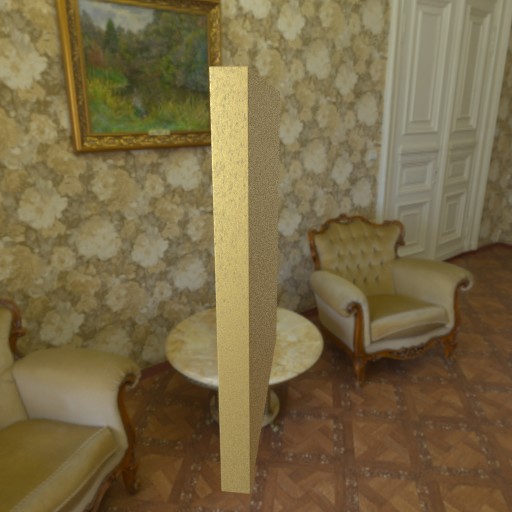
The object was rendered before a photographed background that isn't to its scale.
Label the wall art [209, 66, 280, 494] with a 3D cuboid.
[{"bbox_3d":[0.000,0.000,0.881,0.048,0.642,0.537,2,17,7],"label":"wall art"}]
